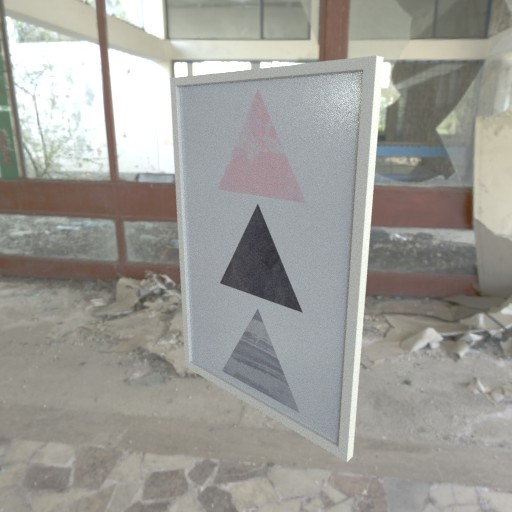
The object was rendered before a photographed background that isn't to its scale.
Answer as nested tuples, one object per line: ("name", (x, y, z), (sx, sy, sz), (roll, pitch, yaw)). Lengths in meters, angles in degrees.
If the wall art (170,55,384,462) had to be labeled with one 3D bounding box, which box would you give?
("wall art", (0.000, 0.000, 0.555), (0.303, 0.433, 0.013), (16, 23, 41))
